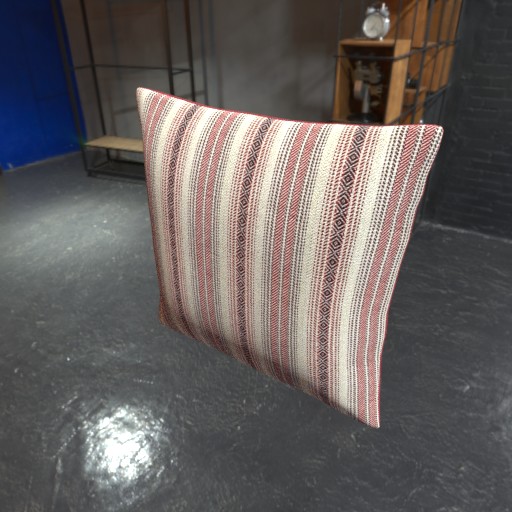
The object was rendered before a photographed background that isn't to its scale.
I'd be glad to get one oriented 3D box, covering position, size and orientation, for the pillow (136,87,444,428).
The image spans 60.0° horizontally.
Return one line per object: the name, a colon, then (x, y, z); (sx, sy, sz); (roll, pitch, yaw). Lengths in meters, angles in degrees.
pillow: (0.000, 0.000, 0.749); (0.513, 0.497, 0.166); (19, 34, 30)
